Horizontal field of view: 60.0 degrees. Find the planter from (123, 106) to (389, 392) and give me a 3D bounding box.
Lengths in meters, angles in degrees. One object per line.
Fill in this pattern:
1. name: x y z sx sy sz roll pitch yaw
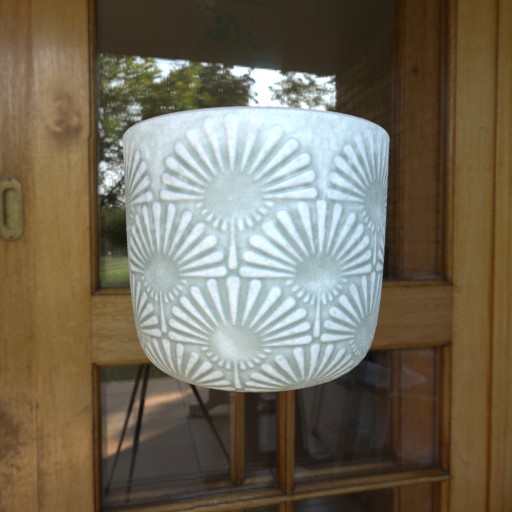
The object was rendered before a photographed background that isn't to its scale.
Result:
1. planter: 0.000 0.000 0.217 0.124 0.109 0.124 0 2 0
